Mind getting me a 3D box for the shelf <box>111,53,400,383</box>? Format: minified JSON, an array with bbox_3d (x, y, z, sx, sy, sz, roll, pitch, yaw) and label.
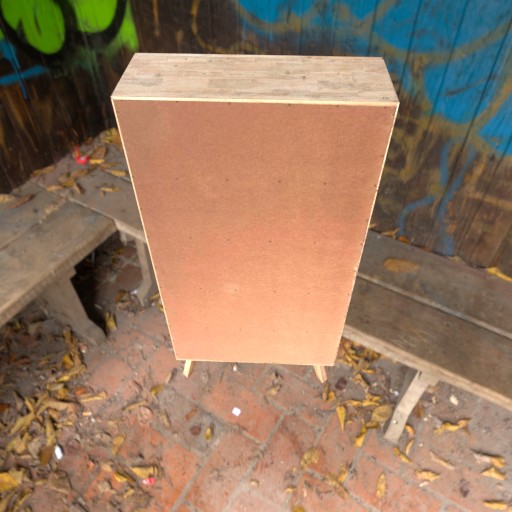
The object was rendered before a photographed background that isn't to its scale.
[{"bbox_3d":[0.000,0.000,1.775,0.748,1.471,0.308,2,46,2],"label":"shelf"}]
